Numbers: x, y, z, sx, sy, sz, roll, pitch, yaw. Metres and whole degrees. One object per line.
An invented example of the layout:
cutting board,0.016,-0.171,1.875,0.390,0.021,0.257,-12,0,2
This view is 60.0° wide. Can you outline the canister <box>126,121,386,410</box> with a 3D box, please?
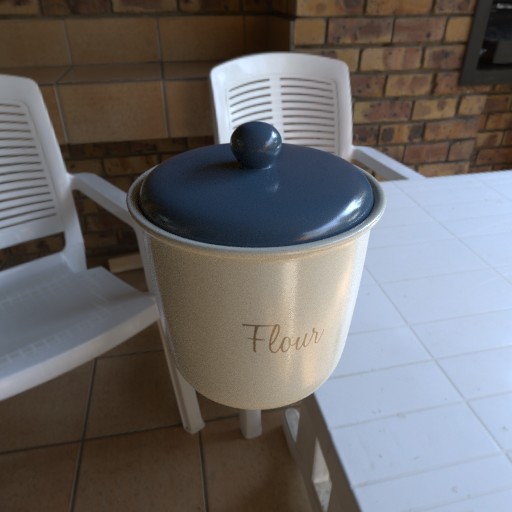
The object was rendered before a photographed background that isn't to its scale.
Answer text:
canister,0.000,0.000,0.349,0.182,0.208,0.182,0,32,0
